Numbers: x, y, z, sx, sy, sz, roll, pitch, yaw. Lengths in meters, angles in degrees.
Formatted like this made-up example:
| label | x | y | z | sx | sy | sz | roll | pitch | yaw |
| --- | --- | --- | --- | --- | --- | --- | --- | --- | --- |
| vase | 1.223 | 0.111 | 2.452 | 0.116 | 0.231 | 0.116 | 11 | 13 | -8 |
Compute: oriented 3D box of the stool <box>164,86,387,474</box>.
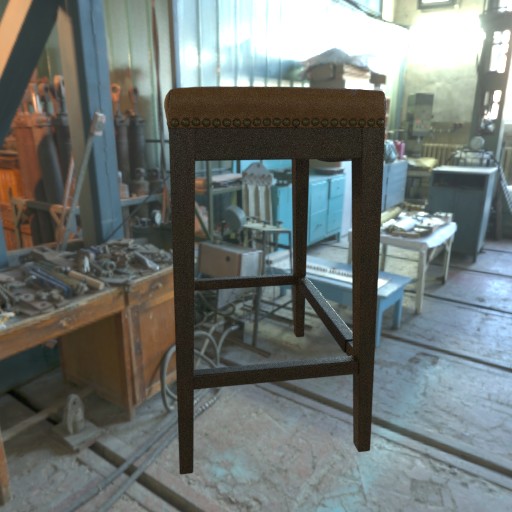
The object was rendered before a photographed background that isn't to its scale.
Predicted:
| label | x | y | z | sx | sy | sz | roll | pitch | yaw |
| --- | --- | --- | --- | --- | --- | --- | --- | --- | --- |
| stool | 0.000 | 0.000 | 0.961 | 0.361 | 0.660 | 0.500 | -3 | 17 | -9 |
